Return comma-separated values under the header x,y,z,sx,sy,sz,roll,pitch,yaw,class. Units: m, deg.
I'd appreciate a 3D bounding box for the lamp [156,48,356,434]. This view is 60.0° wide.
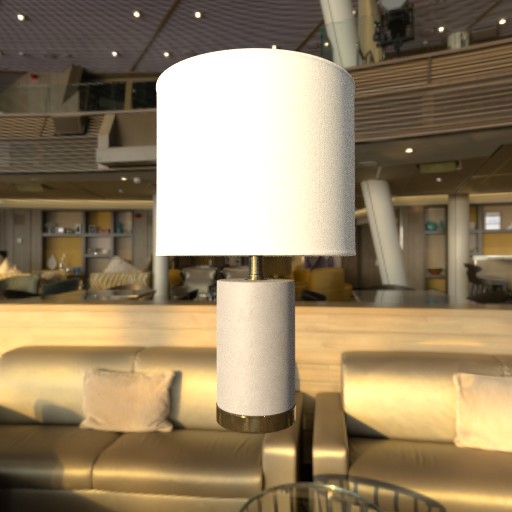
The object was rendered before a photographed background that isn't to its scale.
x,y,z,sx,sy,sz,roll,pitch,yaw,class
0.000,0.000,0.520,0.229,0.380,0.229,0,0,0,lamp
